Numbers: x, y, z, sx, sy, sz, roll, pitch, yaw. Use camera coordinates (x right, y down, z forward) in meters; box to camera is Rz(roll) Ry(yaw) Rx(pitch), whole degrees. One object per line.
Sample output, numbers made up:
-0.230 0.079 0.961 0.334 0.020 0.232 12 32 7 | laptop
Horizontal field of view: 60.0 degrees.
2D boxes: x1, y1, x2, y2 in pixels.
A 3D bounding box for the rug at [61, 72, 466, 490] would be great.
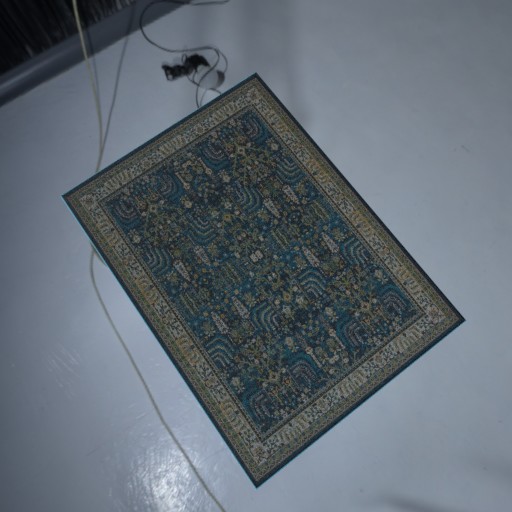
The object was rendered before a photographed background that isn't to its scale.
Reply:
0.000 0.000 3.927 2.226 0.015 3.044 -35 78 -8 | rug
